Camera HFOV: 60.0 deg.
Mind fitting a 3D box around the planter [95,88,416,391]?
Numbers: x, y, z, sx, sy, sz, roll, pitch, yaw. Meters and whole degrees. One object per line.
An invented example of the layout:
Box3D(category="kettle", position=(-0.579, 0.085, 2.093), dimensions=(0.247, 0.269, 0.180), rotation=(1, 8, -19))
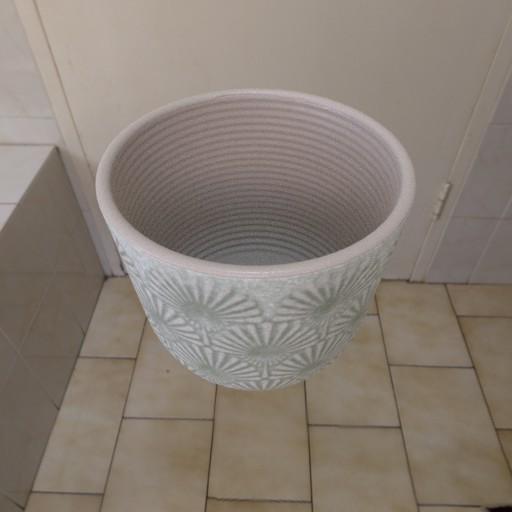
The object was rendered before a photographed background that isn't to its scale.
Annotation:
Box3D(category="planter", position=(0.000, 0.000, 0.294), dimensions=(0.170, 0.152, 0.170), rotation=(0, 46, 0))
